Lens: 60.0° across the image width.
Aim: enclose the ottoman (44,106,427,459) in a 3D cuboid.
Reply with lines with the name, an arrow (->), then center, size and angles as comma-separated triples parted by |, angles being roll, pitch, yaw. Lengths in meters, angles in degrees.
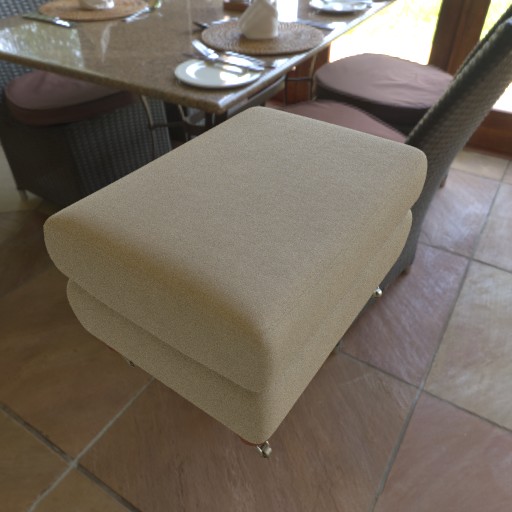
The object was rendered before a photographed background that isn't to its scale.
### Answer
ottoman -> 0.000, 0.000, 1.131 | 0.569, 0.504, 0.773 | 25, 46, 26
